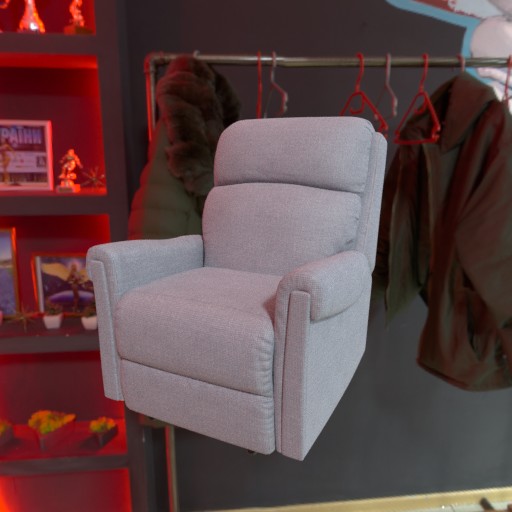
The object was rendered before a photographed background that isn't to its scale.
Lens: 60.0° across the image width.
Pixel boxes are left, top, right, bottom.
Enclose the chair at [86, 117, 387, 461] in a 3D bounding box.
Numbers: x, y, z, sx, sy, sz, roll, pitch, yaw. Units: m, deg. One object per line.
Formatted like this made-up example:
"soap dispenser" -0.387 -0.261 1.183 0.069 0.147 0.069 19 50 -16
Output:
"chair" 0.000 0.000 1.705 0.838 1.054 1.014 7 15 26
